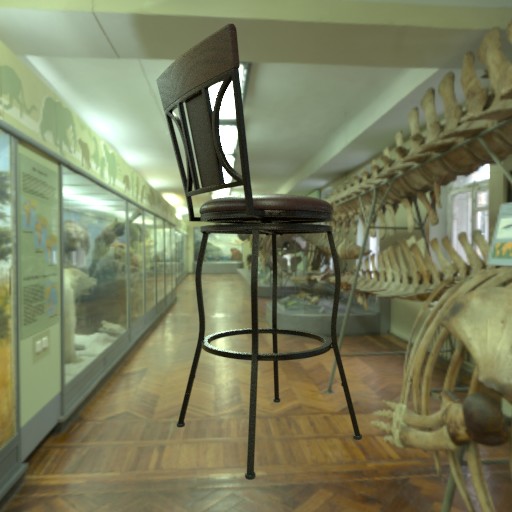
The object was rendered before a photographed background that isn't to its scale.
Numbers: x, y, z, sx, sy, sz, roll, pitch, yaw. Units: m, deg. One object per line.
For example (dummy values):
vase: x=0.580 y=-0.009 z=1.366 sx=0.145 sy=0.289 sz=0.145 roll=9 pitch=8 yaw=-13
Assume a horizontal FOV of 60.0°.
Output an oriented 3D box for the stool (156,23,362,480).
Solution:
stool: x=0.000 y=0.000 z=1.390 sx=0.513 sy=1.130 sz=0.448 roll=-1 pitch=1 yaw=-35
